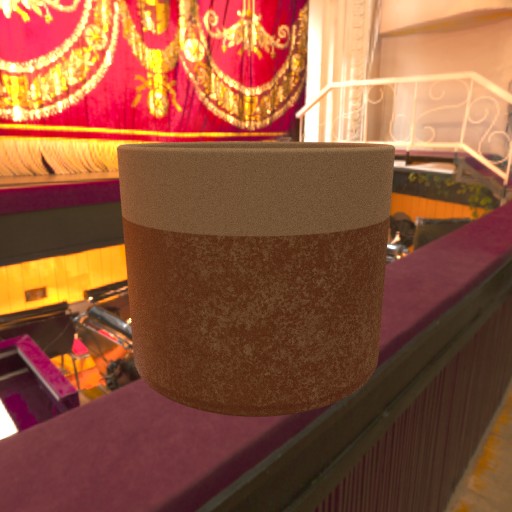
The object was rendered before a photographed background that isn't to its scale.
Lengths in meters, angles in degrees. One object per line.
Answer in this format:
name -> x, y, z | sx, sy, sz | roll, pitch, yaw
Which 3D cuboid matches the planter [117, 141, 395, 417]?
planter -> 0.000, 0.000, 0.281 | 0.159, 0.138, 0.159 | 0, 16, 0
